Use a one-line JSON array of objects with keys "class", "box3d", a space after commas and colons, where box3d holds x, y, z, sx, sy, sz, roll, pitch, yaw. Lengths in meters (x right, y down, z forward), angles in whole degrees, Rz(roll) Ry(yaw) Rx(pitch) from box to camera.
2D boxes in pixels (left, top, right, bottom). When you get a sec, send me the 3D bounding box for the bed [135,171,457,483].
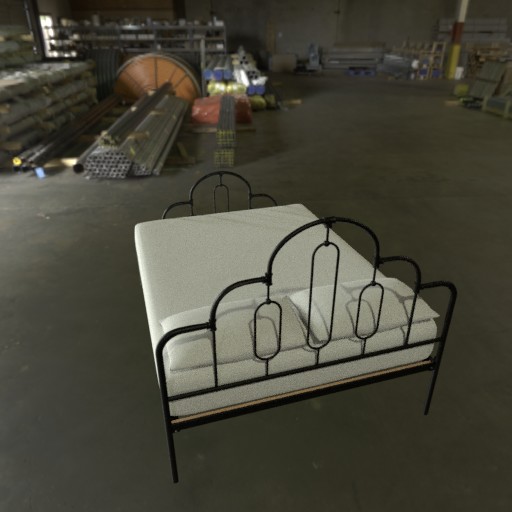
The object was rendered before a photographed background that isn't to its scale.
[{"class": "bed", "box3d": [0.000, 0.000, 3.191, 1.626, 1.444, 2.181, -8, 28, -15]}]
